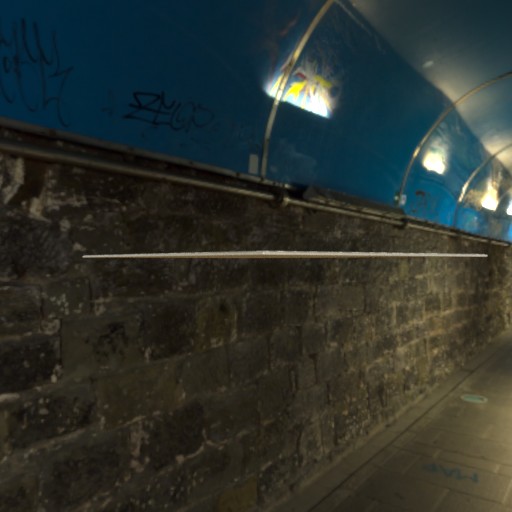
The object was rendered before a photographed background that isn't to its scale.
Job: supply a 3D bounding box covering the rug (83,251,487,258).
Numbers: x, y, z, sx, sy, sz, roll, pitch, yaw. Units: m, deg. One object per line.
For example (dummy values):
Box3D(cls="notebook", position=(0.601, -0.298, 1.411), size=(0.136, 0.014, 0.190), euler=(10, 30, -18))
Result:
Box3D(cls="rug", position=(0.000, 0.000, 2.884), size=(1.578, 0.014, 2.206), euler=(0, -1, -37))
